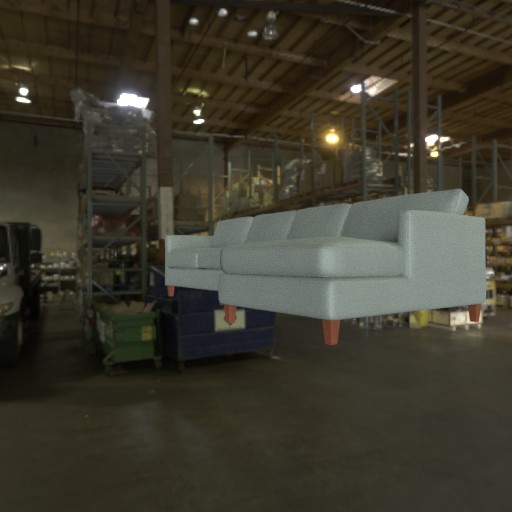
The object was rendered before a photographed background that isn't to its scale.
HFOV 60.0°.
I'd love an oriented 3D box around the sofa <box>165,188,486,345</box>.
[{"bbox_3d":[0.000,0.000,4.070,1.604,0.950,3.471,0,-1,-36],"label":"sofa"}]
